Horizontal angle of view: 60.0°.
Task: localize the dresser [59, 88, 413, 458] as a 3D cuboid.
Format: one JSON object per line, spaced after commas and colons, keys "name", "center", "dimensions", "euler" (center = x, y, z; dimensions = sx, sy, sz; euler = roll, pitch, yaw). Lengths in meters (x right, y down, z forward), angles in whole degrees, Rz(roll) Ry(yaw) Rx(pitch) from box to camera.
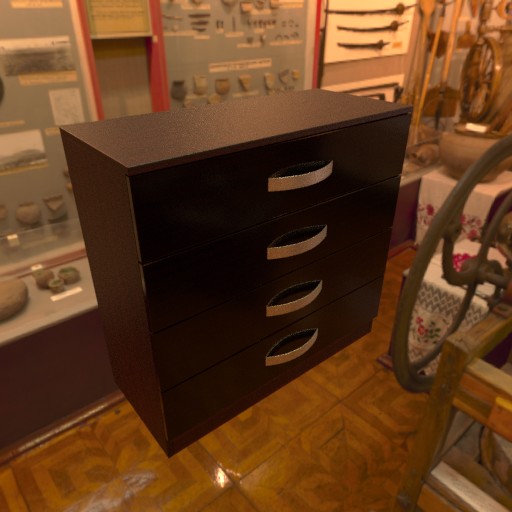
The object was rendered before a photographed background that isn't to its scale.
{"name": "dresser", "center": [0.000, 0.000, 1.171], "dimensions": [0.750, 0.720, 0.360], "euler": [-22, 36, -33]}
